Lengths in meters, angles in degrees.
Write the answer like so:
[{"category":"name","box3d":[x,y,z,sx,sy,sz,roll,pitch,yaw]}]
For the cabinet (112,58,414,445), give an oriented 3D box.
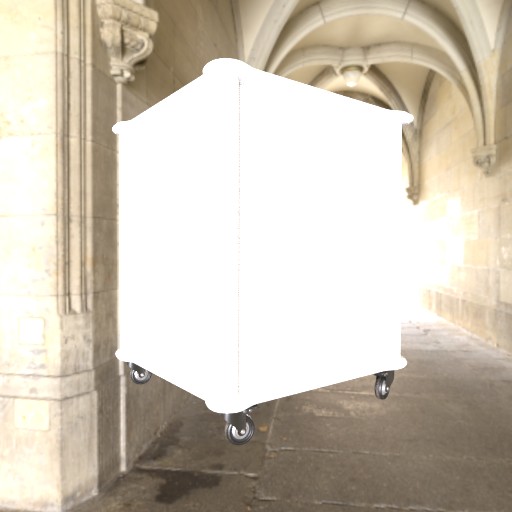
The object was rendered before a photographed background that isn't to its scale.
[{"category":"cabinet","box3d":[0.000,0.000,1.250,0.627,0.761,0.628,0,1,-37]}]
